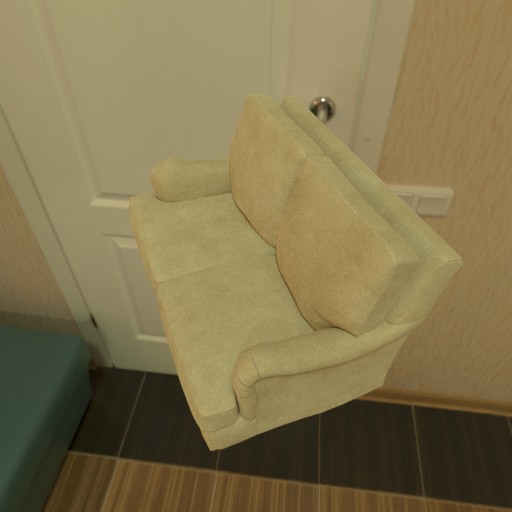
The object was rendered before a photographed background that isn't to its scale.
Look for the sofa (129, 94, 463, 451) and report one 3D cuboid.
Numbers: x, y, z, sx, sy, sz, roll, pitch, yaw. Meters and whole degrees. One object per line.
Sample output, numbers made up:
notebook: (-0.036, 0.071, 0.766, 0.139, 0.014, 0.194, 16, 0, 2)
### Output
sofa: (0.000, 0.000, 2.265, 1.086, 1.087, 1.498, -16, 47, -15)
